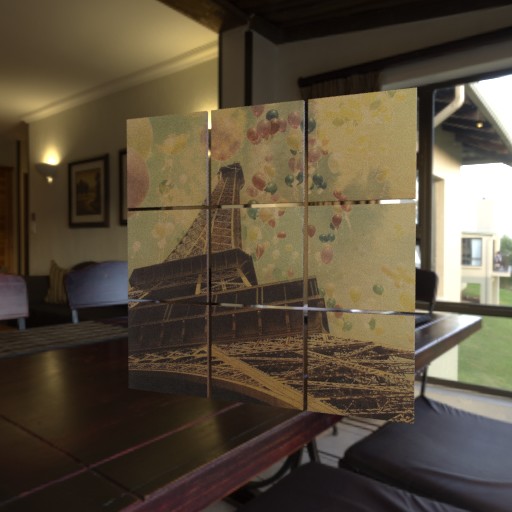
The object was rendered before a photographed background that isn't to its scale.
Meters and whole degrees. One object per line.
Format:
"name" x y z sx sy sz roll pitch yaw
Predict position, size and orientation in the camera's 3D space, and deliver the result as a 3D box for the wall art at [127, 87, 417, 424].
"wall art" 0.000 0.000 1.855 1.256 1.246 0.017 0 1 19
